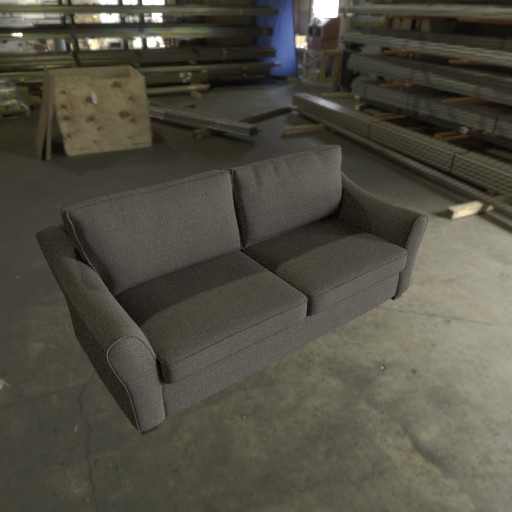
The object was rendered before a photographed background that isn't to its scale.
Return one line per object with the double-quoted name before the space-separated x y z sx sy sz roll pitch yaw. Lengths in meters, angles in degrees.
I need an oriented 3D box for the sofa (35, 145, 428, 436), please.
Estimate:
"sofa" 0.000 0.000 2.723 2.203 0.976 1.013 -20 35 -31
